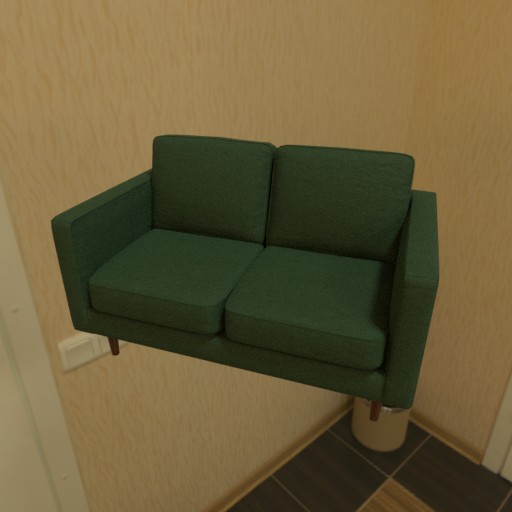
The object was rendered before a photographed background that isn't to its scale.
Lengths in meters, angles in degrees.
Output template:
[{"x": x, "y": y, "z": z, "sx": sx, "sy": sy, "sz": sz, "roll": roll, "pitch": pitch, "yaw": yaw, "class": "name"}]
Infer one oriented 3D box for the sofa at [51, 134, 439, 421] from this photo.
[{"x": 0.000, "y": 0.000, "z": 1.955, "sx": 1.430, "sy": 0.899, "sz": 0.879, "roll": 9, "pitch": 28, "yaw": 17, "class": "sofa"}]
